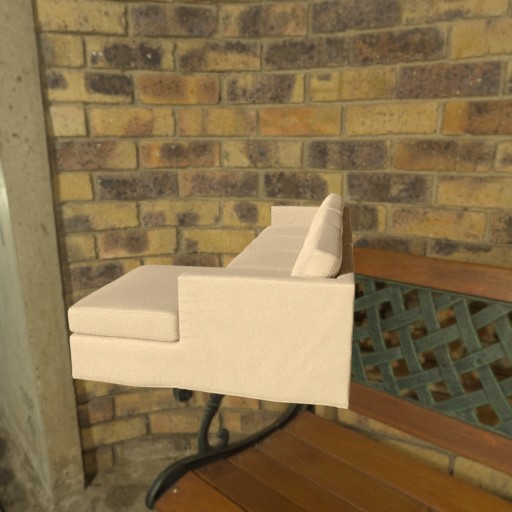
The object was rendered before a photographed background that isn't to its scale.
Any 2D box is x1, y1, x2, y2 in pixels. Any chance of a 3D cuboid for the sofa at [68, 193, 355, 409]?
[{"bbox_3d":[0.000,0.000,3.874,1.622,0.871,3.206,3,13,11],"label":"sofa"}]
